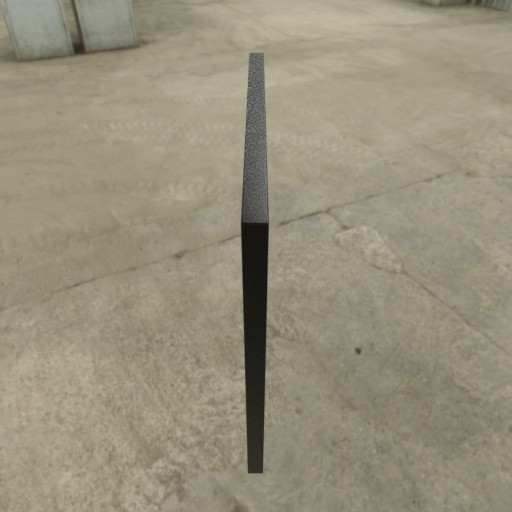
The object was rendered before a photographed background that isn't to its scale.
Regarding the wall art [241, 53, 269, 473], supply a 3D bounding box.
[{"bbox_3d":[0.000,0.000,1.126,0.038,0.761,0.755,0,41,0],"label":"wall art"}]
